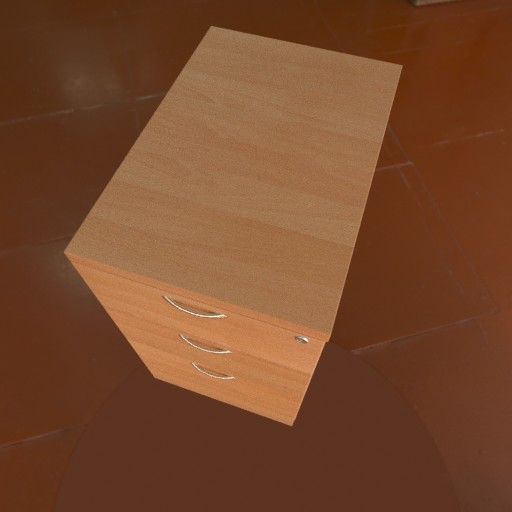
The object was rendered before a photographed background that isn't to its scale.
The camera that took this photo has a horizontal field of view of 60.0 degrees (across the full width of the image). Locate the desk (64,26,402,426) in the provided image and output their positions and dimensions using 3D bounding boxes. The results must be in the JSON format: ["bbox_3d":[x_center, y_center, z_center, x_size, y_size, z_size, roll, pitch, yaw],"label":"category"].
[{"bbox_3d":[0.000,0.000,1.073,0.404,0.730,0.600,16,61,9],"label":"desk"}]
